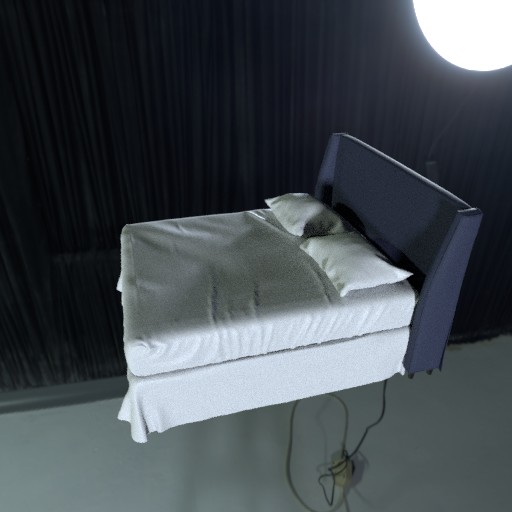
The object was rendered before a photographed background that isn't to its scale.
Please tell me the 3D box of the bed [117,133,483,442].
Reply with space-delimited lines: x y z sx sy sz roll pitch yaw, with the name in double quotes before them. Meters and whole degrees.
"bed" 0.000 0.000 3.444 2.276 1.332 1.925 -8 31 -13
